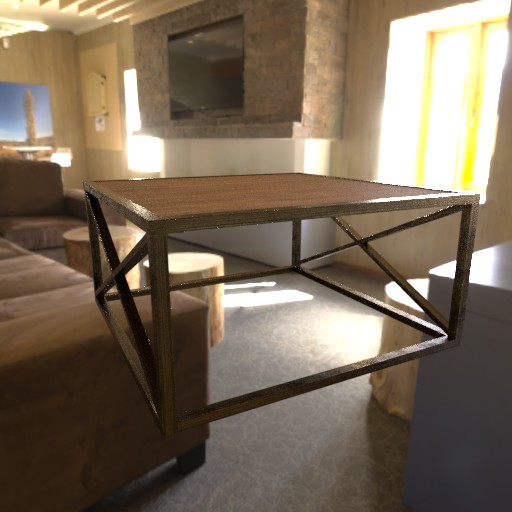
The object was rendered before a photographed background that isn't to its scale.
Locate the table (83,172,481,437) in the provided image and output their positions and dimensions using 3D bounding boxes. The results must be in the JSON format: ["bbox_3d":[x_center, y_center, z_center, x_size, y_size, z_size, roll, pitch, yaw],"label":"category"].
[{"bbox_3d":[0.000,0.000,1.439,0.909,0.451,0.899,-8,16,-27],"label":"table"}]
